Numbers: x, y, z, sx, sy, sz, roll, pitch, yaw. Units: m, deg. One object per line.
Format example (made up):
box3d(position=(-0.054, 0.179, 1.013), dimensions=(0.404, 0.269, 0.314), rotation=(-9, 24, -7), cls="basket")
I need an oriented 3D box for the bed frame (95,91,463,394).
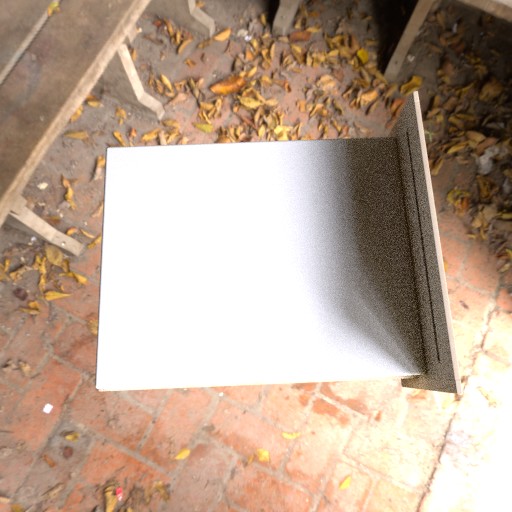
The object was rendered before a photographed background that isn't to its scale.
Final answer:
box3d(position=(0.000, 0.000, 2.952), dimensions=(2.080, 0.900, 1.800), rotation=(-2, 76, -1), cls="bed frame")
